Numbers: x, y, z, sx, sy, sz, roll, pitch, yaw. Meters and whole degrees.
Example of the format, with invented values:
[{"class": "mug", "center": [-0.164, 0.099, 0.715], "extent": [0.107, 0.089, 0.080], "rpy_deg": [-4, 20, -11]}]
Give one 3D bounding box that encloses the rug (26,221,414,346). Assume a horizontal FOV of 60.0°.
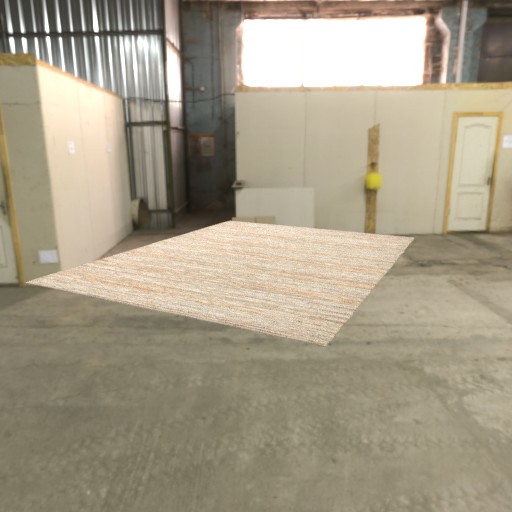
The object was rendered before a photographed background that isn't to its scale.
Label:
[{"class": "rug", "center": [0.000, 0.000, 3.988], "extent": [2.313, 0.009, 2.939], "rpy_deg": [7, 16, 26]}]
